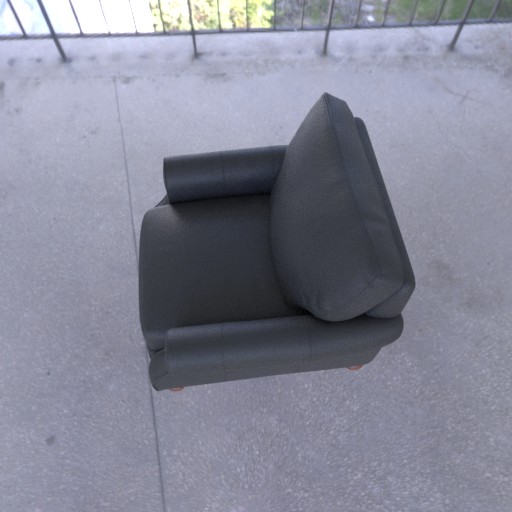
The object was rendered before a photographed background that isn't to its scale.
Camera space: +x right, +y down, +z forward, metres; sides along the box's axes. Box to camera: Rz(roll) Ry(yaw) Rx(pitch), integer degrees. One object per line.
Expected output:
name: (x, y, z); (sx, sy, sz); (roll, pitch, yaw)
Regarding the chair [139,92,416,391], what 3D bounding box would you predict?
chair: (0.000, 0.000, 1.826); (1.027, 0.960, 1.015); (-1, 59, -1)
